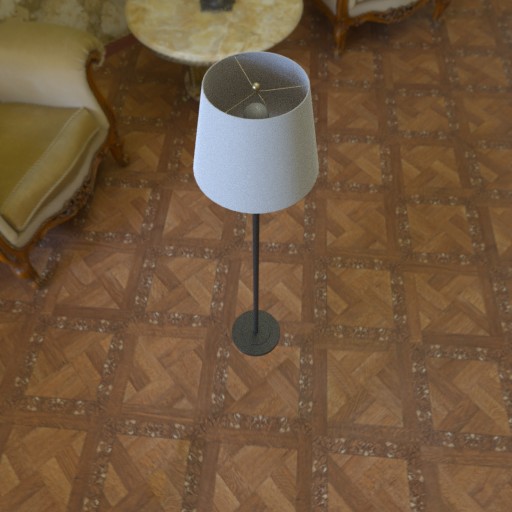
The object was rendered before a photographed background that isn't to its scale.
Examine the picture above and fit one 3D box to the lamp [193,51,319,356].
[{"bbox_3d":[0.000,0.000,1.635,0.348,1.473,0.348,3,58,2],"label":"lamp"}]
